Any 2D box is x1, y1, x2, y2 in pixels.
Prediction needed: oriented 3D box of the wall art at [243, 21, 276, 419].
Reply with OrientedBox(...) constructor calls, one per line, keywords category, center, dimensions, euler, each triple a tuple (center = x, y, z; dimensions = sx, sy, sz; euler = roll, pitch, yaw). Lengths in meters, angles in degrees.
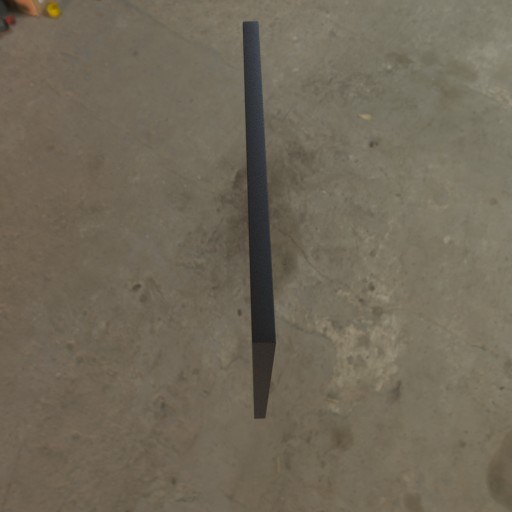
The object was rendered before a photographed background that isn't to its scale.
OrientedBox(category="wall art", center=(0.000, 0.000, 0.709), dimensions=(0.021, 0.509, 0.430), euler=(-2, 63, -1))
